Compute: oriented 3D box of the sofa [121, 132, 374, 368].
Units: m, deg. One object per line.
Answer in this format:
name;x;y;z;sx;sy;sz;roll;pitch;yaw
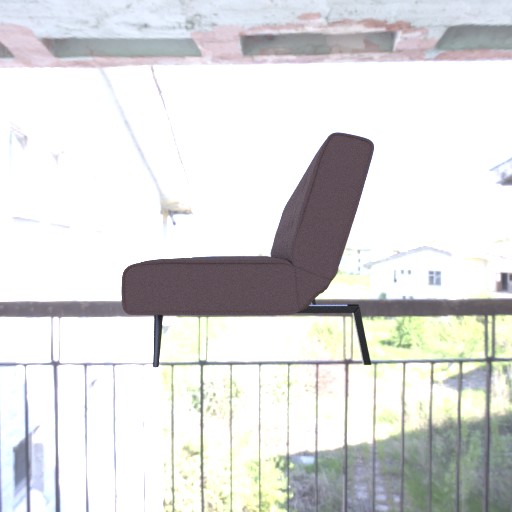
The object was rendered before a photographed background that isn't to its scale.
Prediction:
sofa;0.000;0.000;2.070;0.747;0.699;1.703;0;0;0
